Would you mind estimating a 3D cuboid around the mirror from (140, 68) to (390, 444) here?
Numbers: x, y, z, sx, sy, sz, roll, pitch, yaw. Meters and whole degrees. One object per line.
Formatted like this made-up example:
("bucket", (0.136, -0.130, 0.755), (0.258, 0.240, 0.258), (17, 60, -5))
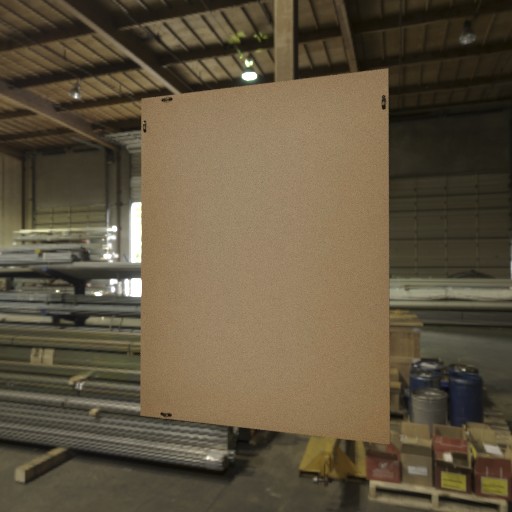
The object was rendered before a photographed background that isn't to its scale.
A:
("mirror", (0.000, 0.000, 1.323), (0.762, 1.016, 0.040), (0, -1, 17))
